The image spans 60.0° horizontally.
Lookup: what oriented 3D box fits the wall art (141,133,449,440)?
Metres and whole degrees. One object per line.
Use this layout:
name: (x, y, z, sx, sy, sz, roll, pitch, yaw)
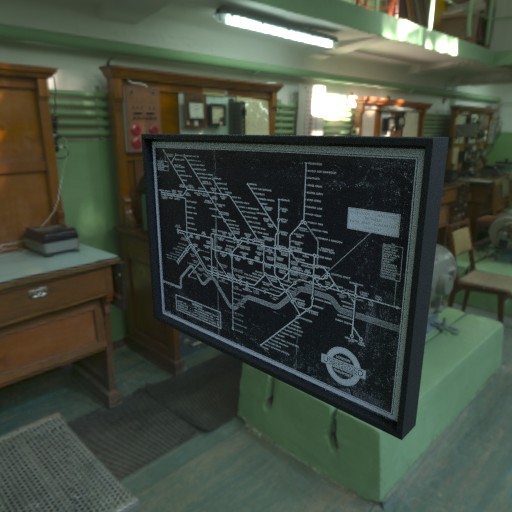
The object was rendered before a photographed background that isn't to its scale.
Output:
wall art: (0.000, 0.000, 0.866, 0.671, 0.456, 0.051, 15, 21, 41)
